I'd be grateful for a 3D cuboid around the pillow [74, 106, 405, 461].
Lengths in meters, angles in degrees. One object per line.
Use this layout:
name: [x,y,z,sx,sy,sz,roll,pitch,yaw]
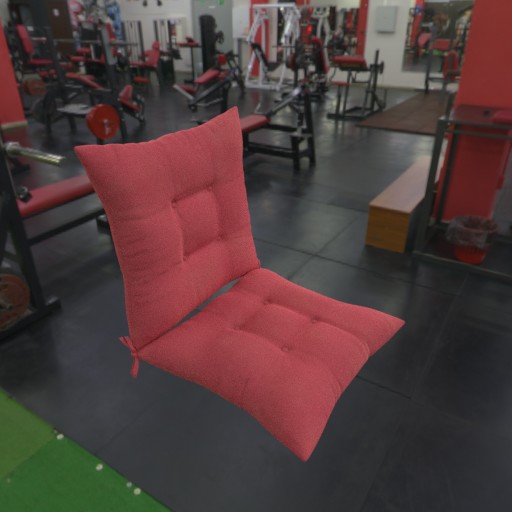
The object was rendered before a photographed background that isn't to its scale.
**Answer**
pillow: [0.000,0.000,1.011,0.585,0.536,0.541,19,34,31]
